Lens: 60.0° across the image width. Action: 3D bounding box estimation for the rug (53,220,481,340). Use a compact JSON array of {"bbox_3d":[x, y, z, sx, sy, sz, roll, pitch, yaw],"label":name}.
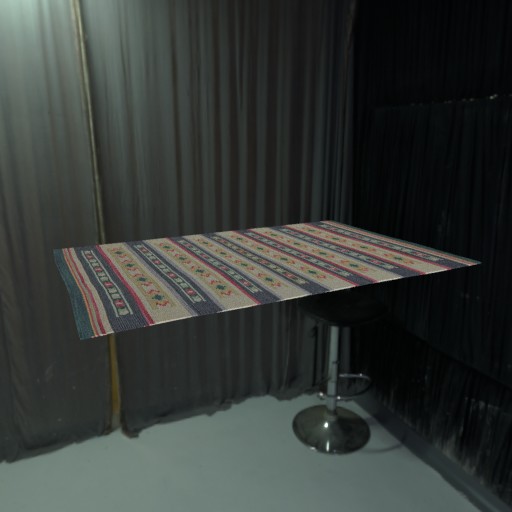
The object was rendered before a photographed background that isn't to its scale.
[{"bbox_3d":[0.000,0.000,2.845,2.311,0.010,1.522,-8,17,-26],"label":"rug"}]
